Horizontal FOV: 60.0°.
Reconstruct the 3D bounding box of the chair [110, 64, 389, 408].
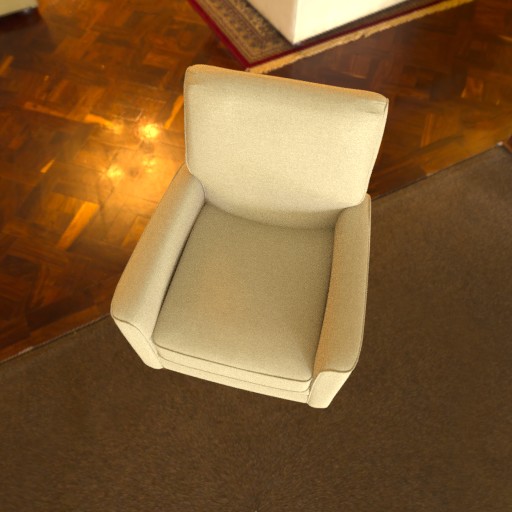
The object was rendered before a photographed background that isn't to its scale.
[{"bbox_3d":[0.000,0.000,1.679,0.841,1.023,0.858,12,61,7],"label":"chair"}]
